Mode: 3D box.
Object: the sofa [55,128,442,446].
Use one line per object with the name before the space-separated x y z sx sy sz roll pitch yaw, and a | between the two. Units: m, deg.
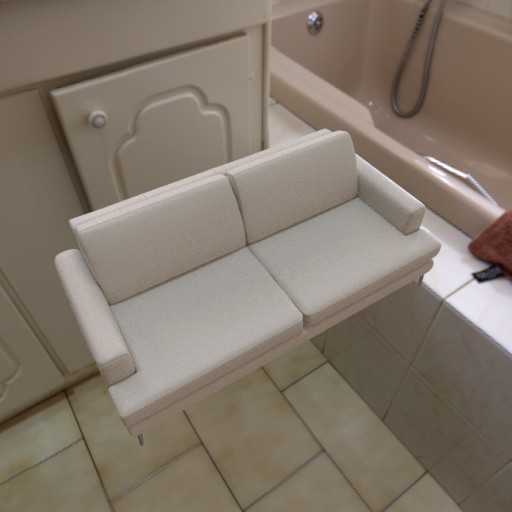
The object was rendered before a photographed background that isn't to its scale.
sofa | 0.000 0.000 2.457 1.940 0.765 0.974 -25 52 -21
